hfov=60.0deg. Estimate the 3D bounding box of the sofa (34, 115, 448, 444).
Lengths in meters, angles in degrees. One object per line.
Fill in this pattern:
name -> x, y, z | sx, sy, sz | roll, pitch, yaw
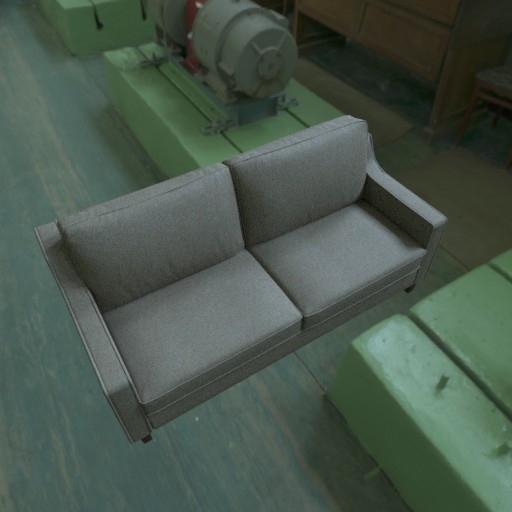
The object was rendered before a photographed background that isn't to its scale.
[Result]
sofa -> 0.000, 0.000, 2.737 | 2.181, 1.074, 1.073 | -24, 51, -21
